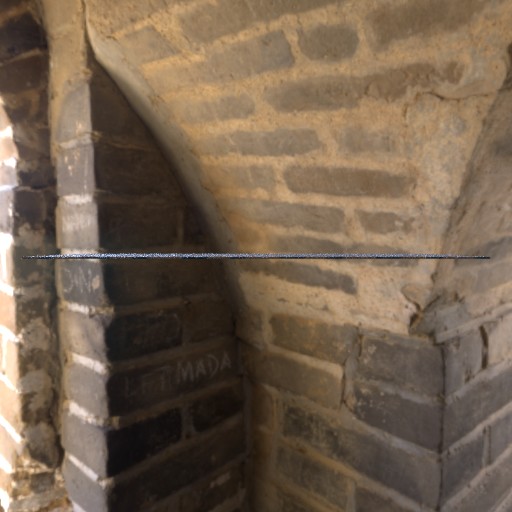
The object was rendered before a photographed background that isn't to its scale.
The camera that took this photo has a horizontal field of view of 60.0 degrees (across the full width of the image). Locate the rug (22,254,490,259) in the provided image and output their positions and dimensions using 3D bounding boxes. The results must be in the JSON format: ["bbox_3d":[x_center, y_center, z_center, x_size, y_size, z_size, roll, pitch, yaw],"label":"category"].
[{"bbox_3d":[0.000,0.000,1.658,1.492,0.007,0.503,0,1,0],"label":"rug"}]
